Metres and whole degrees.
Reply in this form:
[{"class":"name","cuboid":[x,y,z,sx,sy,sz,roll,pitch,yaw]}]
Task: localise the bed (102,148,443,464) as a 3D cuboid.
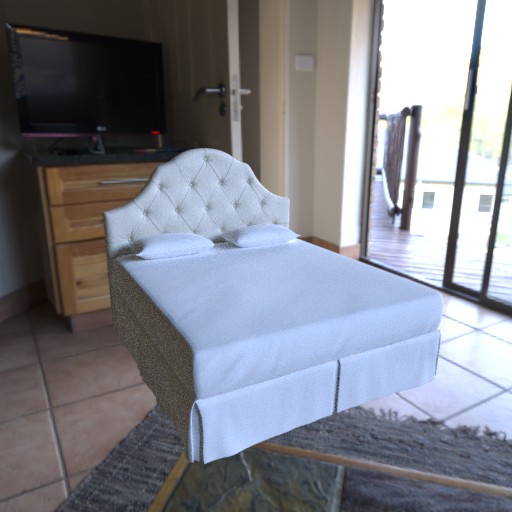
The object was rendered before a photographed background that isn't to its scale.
[{"class":"bed","cuboid":[0.000,0.000,3.566,2.008,1.615,2.214,-8,18,-27]}]
